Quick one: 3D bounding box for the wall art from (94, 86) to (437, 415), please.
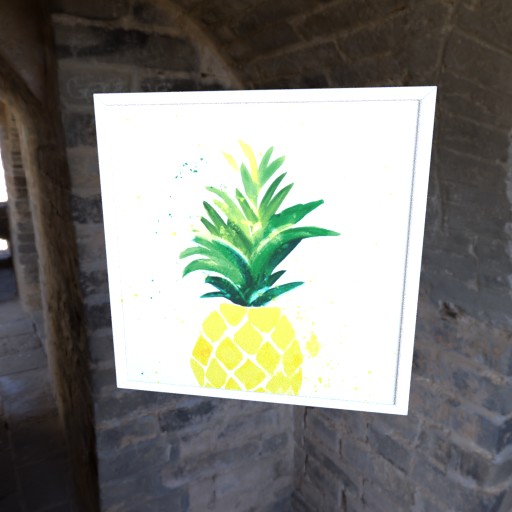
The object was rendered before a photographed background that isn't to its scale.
[{"bbox_3d":[0.000,0.000,0.725,0.508,0.507,0.035,2,14,10],"label":"wall art"}]
